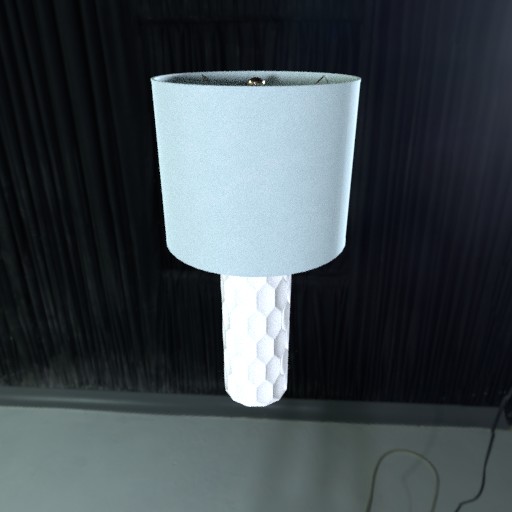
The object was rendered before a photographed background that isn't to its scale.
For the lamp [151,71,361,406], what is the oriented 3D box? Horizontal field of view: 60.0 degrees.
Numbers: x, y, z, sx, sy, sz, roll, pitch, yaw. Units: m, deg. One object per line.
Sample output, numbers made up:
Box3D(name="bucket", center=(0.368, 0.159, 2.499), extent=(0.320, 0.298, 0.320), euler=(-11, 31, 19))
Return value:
Box3D(name="lamp", center=(0.000, 0.000, 0.712), extent=(0.277, 0.534, 0.277), euler=(0, 26, -1))
